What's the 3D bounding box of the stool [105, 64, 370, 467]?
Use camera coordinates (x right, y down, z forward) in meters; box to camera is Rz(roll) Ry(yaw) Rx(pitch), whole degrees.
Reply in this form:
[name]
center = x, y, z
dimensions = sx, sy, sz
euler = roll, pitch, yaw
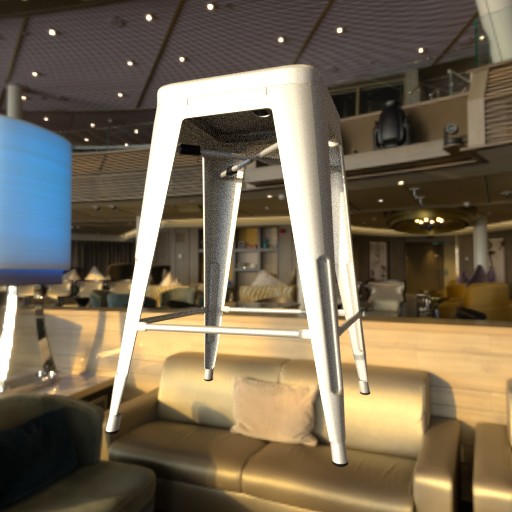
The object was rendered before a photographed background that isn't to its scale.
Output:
[stool]
center = 0.000, 0.000, 0.882
dimensions = 0.406, 0.610, 0.406
euler = -1, -2, 19
